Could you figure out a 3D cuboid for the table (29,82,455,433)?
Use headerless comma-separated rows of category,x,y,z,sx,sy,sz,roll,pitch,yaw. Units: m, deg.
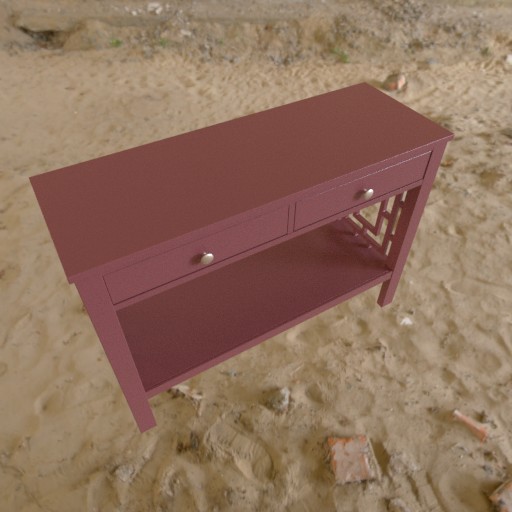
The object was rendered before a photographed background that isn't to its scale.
table,0.000,0.000,1.430,1.068,0.753,0.397,-23,50,-21
